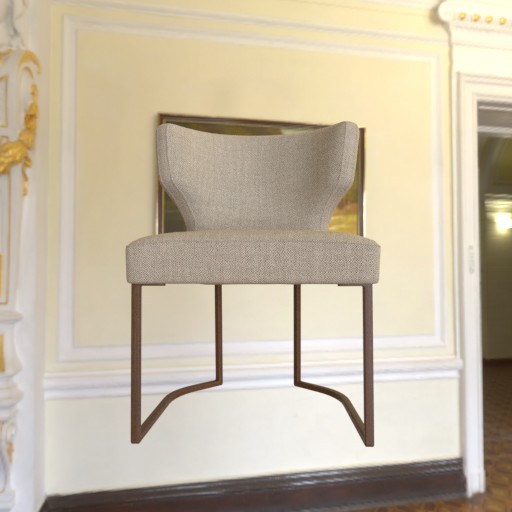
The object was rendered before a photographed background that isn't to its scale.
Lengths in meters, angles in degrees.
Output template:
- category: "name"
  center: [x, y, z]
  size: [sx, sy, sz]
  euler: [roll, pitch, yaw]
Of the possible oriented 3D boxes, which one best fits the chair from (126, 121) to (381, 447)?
- category: "chair"
  center: [0.000, 0.000, 1.243]
  size: [0.611, 0.824, 0.617]
  euler: [0, -2, 2]
